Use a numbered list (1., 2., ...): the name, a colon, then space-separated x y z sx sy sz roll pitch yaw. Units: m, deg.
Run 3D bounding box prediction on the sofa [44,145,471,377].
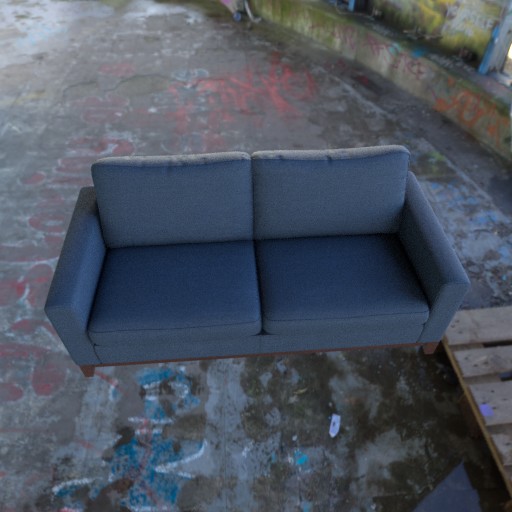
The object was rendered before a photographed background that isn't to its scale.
1. sofa: 0.000 0.000 2.334 1.900 0.865 0.877 -3 47 -3
